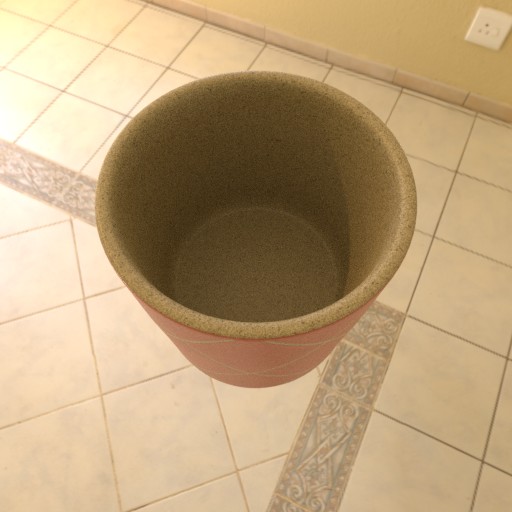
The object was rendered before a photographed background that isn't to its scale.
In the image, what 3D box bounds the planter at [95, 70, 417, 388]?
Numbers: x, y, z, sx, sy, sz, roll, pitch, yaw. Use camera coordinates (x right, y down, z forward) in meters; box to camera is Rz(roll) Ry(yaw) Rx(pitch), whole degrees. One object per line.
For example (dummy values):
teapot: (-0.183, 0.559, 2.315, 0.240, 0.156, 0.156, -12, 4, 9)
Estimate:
planter: (0.000, 0.000, 0.419, 0.227, 0.235, 0.227, 0, 63, 0)
